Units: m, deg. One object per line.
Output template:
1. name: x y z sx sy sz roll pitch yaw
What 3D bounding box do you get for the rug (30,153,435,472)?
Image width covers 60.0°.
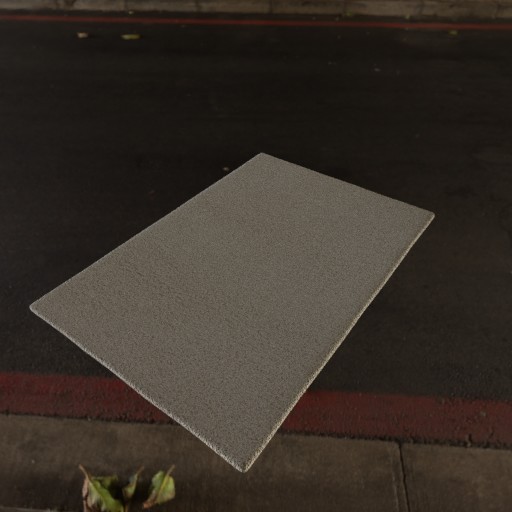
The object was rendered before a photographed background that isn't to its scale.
1. rug: 0.000 0.000 2.249 1.219 0.030 1.778 26 47 27
